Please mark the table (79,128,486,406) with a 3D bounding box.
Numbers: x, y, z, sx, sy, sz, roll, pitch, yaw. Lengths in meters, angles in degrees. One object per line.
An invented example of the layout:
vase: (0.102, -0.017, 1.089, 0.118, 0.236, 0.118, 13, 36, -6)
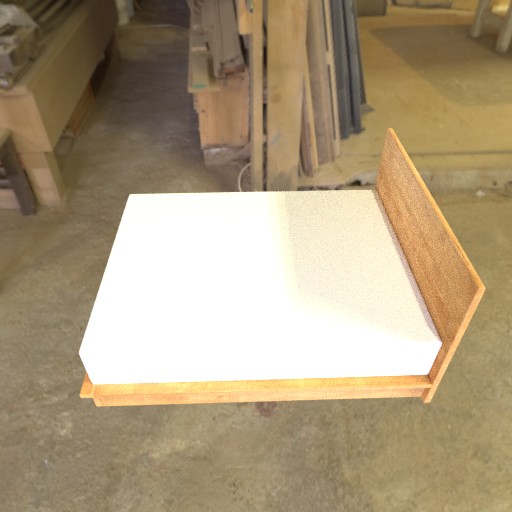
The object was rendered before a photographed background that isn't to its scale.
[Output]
table: (0.000, 0.000, 3.077, 2.149, 1.041, 1.707, -1, 42, -1)
